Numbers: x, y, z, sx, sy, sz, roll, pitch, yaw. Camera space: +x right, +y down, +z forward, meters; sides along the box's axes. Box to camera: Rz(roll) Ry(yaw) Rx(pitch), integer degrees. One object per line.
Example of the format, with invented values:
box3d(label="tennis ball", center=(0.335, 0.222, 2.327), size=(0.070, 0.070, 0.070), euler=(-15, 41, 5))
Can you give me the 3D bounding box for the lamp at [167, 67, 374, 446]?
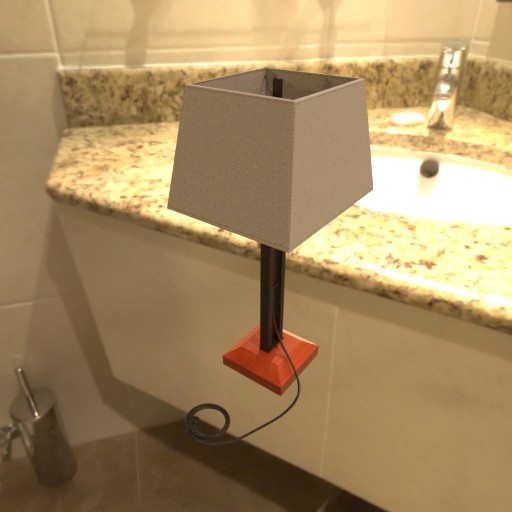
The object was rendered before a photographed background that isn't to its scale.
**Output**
box3d(label="lamp", center=(0.000, 0.000, 0.991), size=(0.310, 0.737, 0.498), euler=(21, 37, 31))
